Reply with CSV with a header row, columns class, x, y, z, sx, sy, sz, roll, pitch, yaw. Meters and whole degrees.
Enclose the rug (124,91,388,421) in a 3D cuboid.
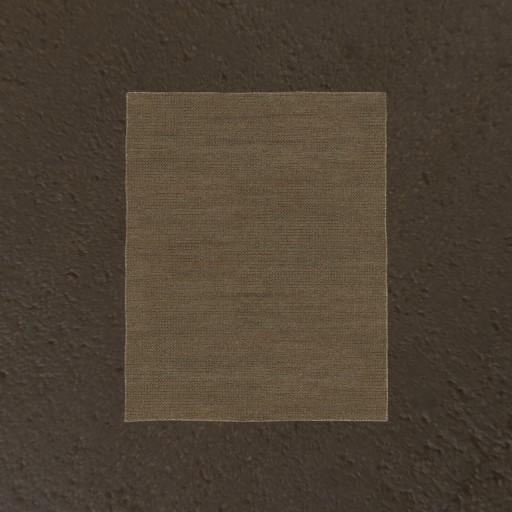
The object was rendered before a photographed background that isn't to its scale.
class,x,y,z,sx,sy,sz,roll,pitch,yaw
rug,0.000,0.000,4.089,2.429,0.030,3.052,0,89,0
